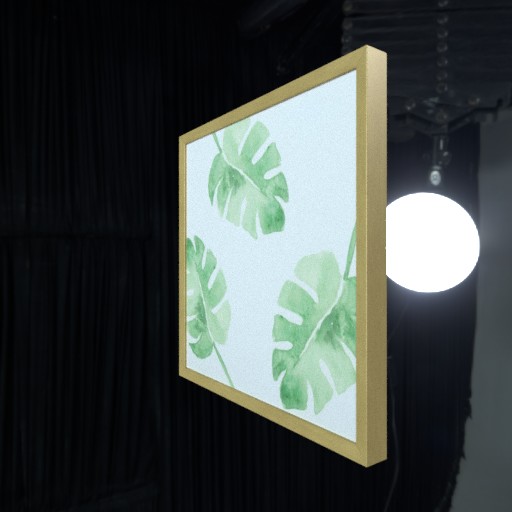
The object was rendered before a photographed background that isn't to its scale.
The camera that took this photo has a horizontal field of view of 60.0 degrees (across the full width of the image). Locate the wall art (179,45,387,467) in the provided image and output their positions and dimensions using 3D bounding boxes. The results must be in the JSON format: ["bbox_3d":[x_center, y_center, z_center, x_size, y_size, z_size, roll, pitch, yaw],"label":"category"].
[{"bbox_3d":[0.000,0.000,0.749,0.038,0.508,0.508,0,0,-36],"label":"wall art"}]
